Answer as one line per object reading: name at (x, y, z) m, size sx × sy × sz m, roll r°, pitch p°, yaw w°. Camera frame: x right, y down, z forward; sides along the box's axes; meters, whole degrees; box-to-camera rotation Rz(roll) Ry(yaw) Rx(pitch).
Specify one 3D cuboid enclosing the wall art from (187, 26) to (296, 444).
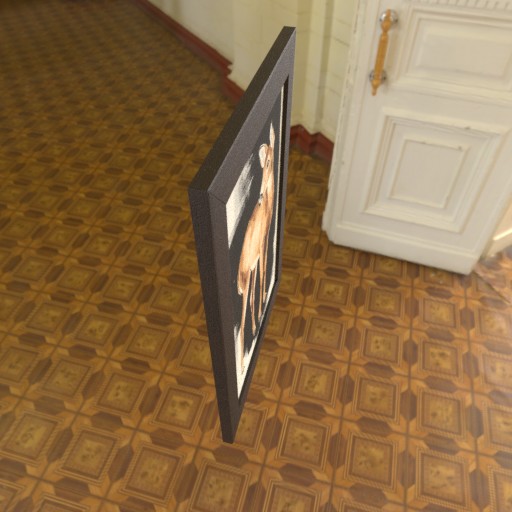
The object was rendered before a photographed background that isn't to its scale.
wall art at (0.000, 0.000, 0.651) m, size 0.017 × 0.513 × 0.359 m, roll 11°, pitch 47°, yaw 10°
